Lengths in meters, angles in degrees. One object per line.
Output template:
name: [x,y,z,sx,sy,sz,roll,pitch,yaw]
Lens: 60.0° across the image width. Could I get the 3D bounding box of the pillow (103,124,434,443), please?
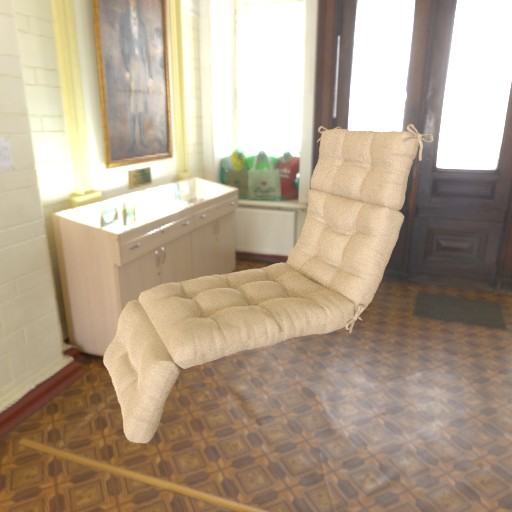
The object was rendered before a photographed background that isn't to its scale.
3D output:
pillow: [0.000,0.000,1.510,1.016,0.863,0.526,-8,19,-25]
